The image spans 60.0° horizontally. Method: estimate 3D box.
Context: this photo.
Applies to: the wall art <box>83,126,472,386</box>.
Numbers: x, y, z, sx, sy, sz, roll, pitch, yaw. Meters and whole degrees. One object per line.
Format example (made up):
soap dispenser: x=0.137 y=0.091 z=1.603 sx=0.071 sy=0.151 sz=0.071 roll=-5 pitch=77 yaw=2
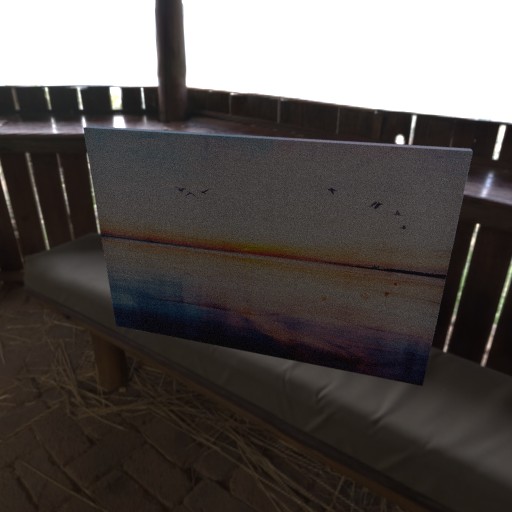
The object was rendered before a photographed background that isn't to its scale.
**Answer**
wall art: x=0.000 y=0.000 z=1.432 sx=1.137 sy=0.756 sz=0.034 roll=8 pitch=27 yaw=16
